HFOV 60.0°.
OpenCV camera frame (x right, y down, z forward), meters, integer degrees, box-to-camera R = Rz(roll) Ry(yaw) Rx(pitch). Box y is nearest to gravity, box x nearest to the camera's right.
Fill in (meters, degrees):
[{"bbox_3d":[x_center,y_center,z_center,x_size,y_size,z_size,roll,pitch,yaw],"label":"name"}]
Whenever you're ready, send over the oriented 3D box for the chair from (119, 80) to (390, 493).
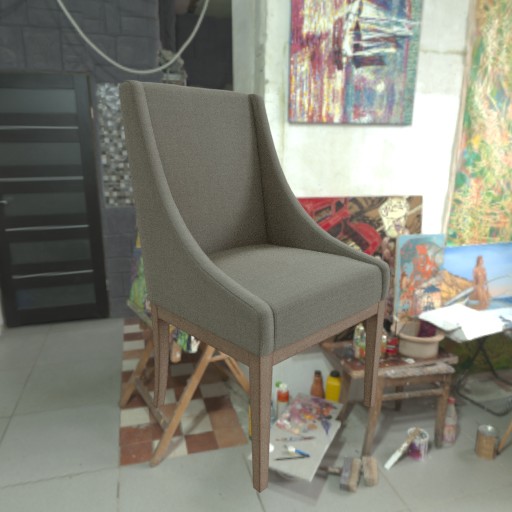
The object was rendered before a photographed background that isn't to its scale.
[{"bbox_3d":[0.000,0.000,1.366,0.575,1.021,0.611,-14,20,-43],"label":"chair"}]
